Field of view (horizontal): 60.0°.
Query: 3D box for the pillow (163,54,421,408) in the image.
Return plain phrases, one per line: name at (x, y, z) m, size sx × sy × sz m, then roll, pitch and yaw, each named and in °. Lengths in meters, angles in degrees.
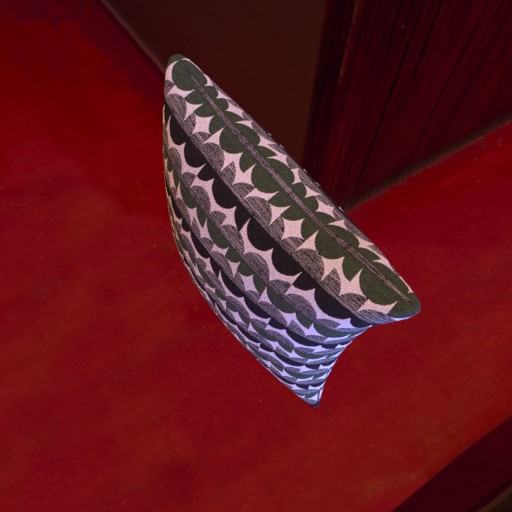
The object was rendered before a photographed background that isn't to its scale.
pillow at (0.000, 0.000, 0.641) m, size 0.180 × 0.404 × 0.419 m, roll -34°, pitch 69°, yaw -15°
